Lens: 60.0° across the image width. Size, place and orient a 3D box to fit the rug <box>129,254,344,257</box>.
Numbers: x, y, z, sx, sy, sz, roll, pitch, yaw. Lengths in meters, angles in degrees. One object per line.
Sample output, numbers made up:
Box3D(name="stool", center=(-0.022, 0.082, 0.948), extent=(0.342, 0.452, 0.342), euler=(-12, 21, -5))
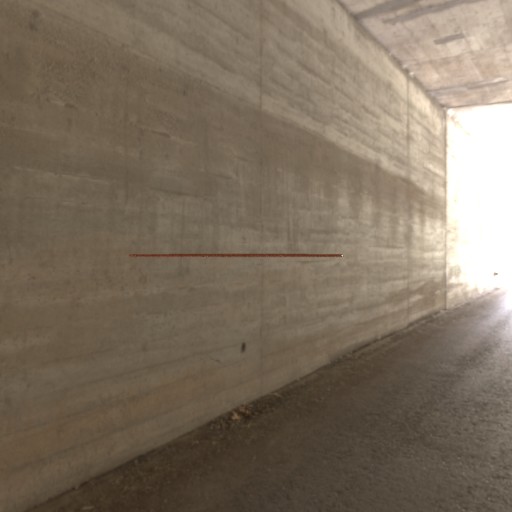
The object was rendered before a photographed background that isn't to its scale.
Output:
Box3D(name="rug", center=(0.000, 0.000, 2.756), extent=(0.914, 0.013, 2.471), euler=(0, 0, 0))
